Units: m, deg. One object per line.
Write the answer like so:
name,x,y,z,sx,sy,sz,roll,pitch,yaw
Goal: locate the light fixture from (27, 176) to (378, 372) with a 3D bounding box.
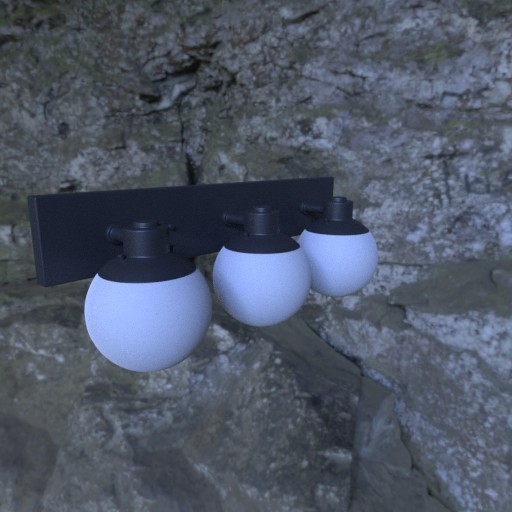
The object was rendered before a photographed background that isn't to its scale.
light fixture,0.000,0.000,0.844,0.218,0.263,0.721,13,18,43
